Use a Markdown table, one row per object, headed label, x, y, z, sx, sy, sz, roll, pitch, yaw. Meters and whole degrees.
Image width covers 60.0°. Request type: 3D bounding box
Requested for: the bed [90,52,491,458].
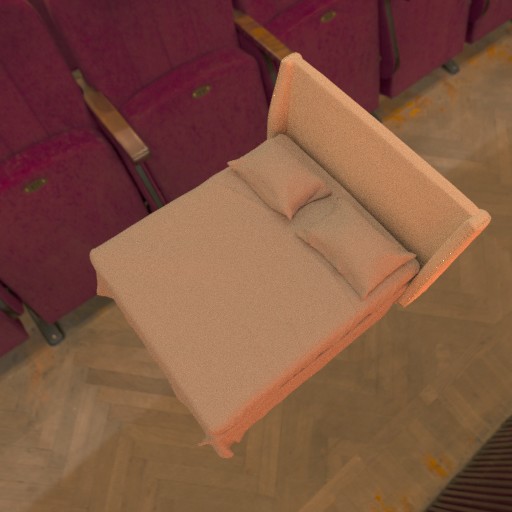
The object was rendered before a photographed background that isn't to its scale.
| label | x | y | z | sx | sy | sz | roll | pitch | yaw |
| --- | --- | --- | --- | --- | --- | --- | --- | --- | --- |
| bed | 0.000 | 0.000 | 3.350 | 2.276 | 1.332 | 1.925 | -35 | 69 | -16 |
